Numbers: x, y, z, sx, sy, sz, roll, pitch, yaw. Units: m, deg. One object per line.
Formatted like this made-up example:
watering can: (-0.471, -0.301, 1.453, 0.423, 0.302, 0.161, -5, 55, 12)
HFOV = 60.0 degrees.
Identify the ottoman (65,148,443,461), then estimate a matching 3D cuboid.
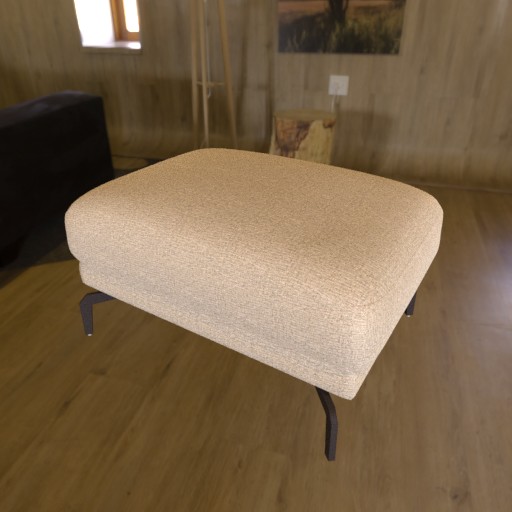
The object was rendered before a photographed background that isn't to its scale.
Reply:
ottoman: (0.000, 0.000, 1.100, 0.772, 0.420, 0.568, 17, 34, 28)
